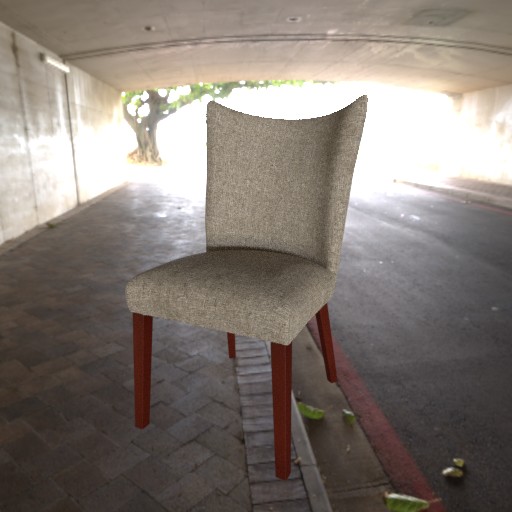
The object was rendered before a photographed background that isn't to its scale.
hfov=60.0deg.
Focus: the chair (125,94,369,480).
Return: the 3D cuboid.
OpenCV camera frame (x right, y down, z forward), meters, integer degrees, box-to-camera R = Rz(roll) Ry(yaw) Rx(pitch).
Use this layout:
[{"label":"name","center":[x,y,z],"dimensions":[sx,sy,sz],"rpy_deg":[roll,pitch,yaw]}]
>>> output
[{"label":"chair","center":[0.000,0.000,1.319],"dimensions":[0.535,0.924,0.623],"rpy_deg":[7,16,26]}]
